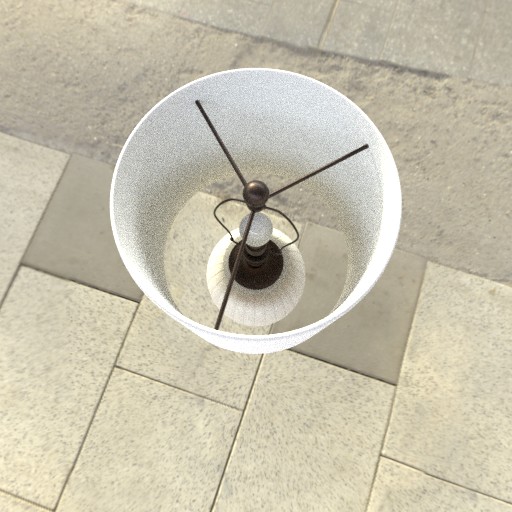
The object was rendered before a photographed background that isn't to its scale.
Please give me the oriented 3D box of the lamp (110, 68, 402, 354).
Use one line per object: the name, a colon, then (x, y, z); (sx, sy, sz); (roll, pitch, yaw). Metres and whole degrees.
lamp: (0.000, 0.000, 0.759); (0.328, 0.570, 0.328); (0, 75, 0)
